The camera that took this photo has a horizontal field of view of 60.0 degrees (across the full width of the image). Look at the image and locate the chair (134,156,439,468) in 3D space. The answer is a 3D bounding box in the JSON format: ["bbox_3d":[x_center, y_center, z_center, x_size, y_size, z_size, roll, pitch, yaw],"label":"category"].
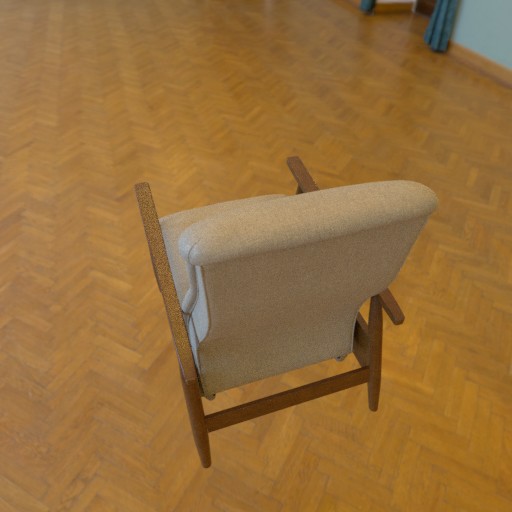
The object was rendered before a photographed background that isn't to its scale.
[{"bbox_3d":[0.000,0.000,1.694,0.762,1.082,1.030,-13,44,-14],"label":"chair"}]
